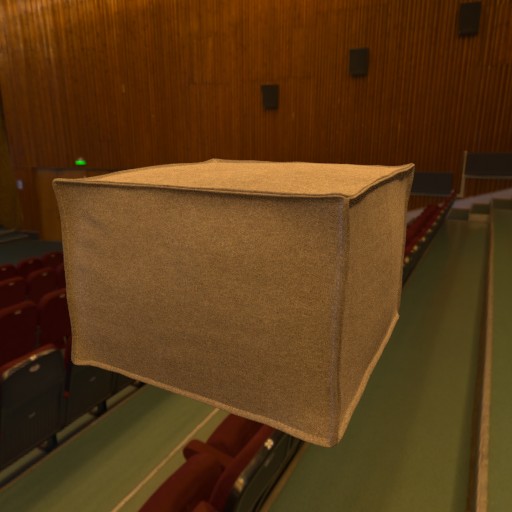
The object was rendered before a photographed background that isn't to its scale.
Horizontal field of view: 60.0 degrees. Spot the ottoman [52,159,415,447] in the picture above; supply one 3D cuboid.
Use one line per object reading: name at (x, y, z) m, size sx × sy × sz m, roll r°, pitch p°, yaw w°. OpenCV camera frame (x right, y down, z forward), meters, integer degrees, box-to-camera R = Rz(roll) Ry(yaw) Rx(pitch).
ottoman at (0.000, 0.000, 1.152) m, size 0.696 × 0.470 × 0.707 m, roll 8°, pitch 18°, yaw 26°
